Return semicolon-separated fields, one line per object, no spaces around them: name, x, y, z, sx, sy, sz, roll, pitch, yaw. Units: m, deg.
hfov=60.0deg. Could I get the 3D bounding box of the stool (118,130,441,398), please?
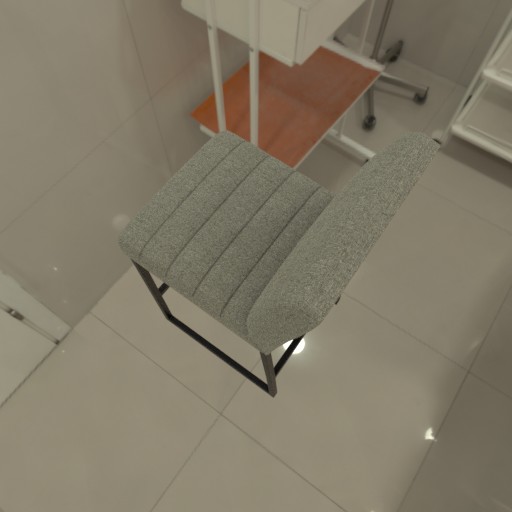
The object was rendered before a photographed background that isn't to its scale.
stool;0.000;0.000;1.241;0.560;0.940;0.460;33;68;15
